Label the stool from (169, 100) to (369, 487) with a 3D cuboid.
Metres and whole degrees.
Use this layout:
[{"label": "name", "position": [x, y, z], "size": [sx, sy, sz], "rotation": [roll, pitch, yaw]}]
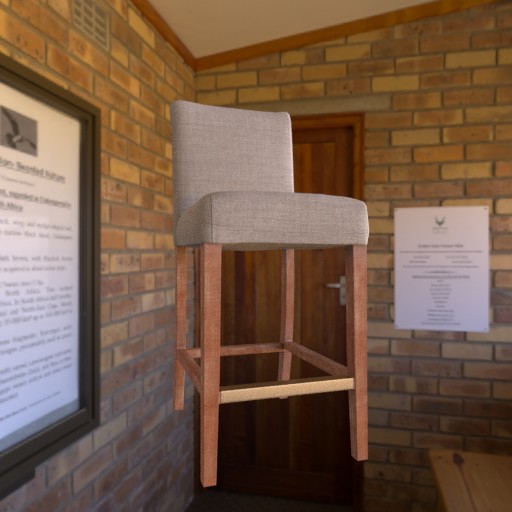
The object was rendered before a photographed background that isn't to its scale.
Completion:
[{"label": "stool", "position": [0.000, 0.000, 1.318], "size": [0.454, 1.039, 0.567], "rotation": [0, 0, -19]}]
